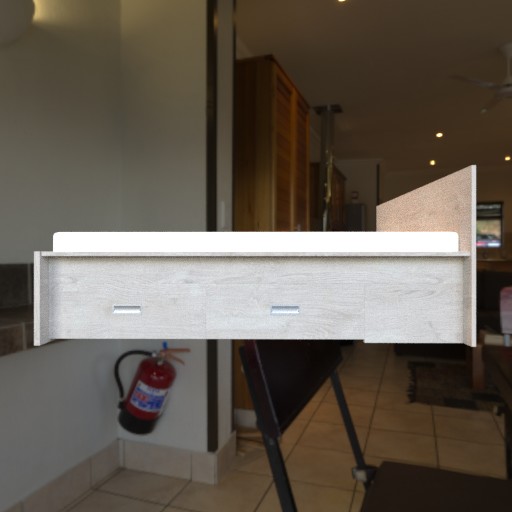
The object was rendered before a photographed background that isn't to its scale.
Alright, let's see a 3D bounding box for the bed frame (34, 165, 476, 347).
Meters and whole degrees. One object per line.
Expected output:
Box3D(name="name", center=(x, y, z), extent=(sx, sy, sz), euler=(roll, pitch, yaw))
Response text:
Box3D(name="bed frame", center=(0.000, 0.000, 2.776), extent=(1.960, 0.800, 1.622), euler=(0, 0, 1))
